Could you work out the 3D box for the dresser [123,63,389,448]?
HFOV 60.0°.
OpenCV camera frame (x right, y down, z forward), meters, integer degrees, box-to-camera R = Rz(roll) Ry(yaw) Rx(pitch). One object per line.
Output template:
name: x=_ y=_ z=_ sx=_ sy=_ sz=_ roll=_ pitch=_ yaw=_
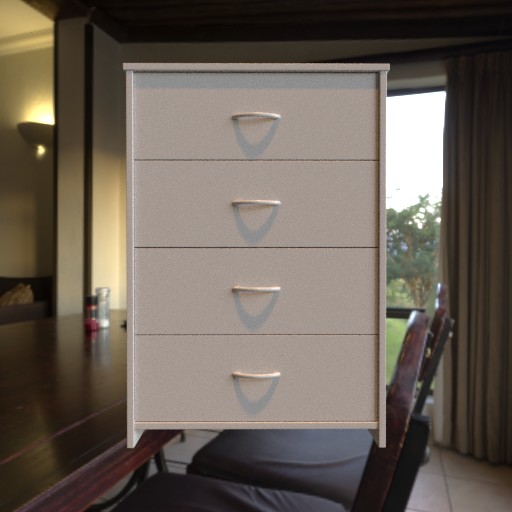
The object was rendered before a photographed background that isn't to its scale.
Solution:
dresser: x=0.000 y=0.000 z=1.361 sx=0.704 sy=1.021 sz=0.401 roll=0 pitch=1 yaw=0
